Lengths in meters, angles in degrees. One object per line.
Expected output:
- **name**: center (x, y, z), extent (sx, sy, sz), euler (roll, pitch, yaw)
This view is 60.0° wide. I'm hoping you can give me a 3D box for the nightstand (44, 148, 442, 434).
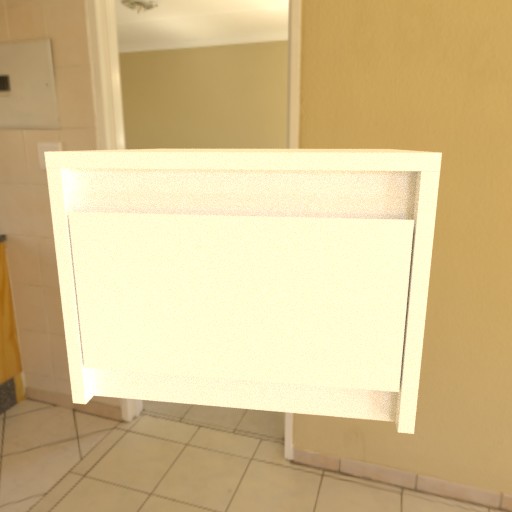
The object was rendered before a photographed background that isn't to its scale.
- **nightstand**: center (0.000, 0.000, 0.754), extent (0.470, 0.351, 0.408), euler (2, 14, 8)
